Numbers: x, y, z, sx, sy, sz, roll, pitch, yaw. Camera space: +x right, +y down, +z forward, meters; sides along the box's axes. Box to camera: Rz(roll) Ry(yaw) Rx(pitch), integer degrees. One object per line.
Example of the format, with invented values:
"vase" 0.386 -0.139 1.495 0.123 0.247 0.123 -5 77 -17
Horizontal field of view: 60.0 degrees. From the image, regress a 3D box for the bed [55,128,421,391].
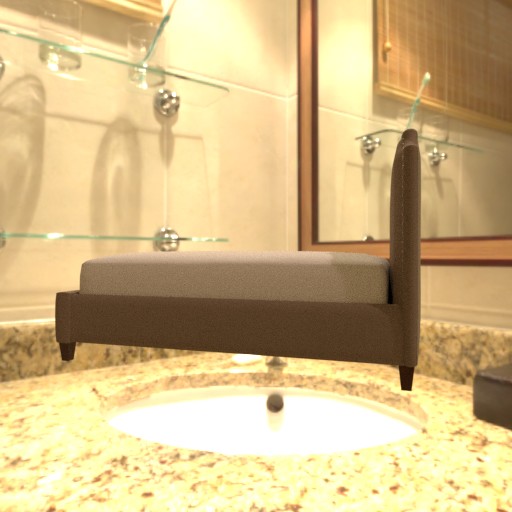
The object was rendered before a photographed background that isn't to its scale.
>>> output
"bed" 0.000 0.000 3.489 2.372 1.443 1.713 0 0 17
